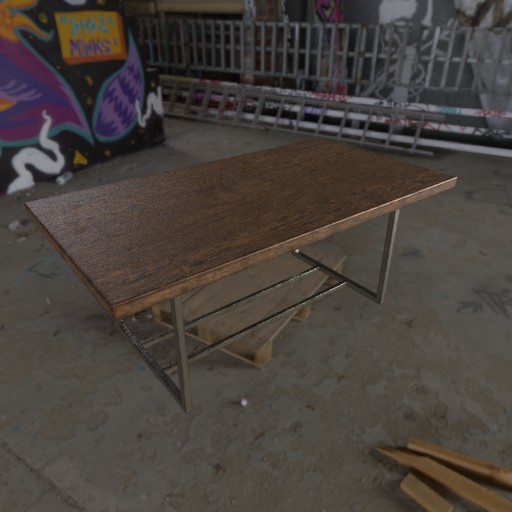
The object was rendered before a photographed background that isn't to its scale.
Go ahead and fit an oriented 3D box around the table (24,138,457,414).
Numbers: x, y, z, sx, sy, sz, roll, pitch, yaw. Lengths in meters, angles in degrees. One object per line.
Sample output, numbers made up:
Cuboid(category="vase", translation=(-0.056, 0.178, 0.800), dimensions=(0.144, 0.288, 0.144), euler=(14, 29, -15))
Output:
Cuboid(category="table", translation=(0.000, 0.000, 2.485), dimensions=(1.989, 0.795, 1.078), euler=(-21, 35, -32))
